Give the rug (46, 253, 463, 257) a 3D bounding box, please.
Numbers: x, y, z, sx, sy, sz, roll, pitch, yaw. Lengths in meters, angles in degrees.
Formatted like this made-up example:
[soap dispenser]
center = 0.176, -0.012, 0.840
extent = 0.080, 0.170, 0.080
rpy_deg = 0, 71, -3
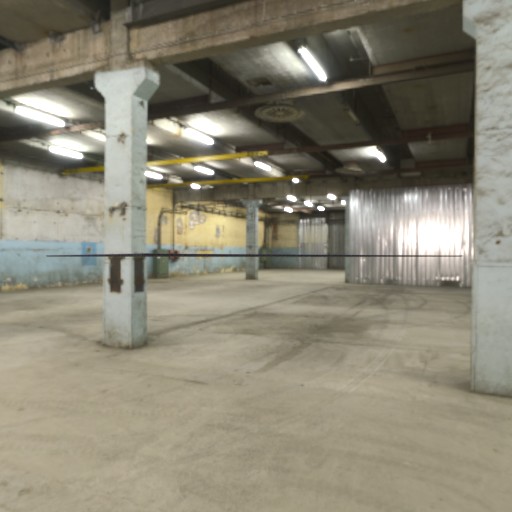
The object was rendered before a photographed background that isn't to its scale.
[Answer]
[rug]
center = 0.000, 0.000, 2.920
extent = 2.232, 0.009, 1.630
rpy_deg = 0, 0, -37
